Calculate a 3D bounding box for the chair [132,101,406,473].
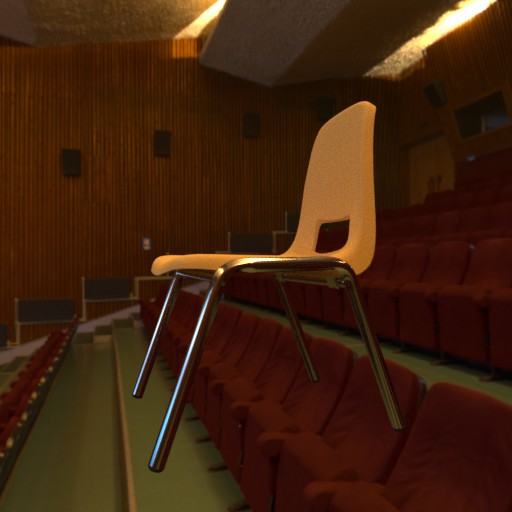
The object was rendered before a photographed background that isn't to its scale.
[{"bbox_3d":[0.000,0.000,0.824,0.423,0.586,0.354,0,0,-19],"label":"chair"}]
